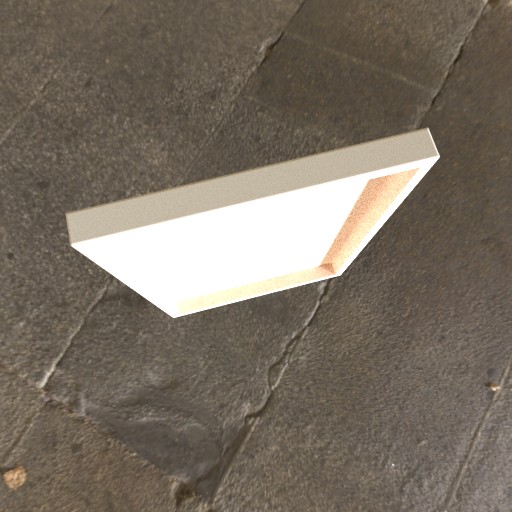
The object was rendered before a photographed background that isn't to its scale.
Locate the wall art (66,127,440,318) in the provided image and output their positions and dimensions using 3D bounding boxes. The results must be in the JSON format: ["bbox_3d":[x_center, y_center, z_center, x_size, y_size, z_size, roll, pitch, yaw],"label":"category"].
[{"bbox_3d":[0.000,0.000,0.784,0.418,0.608,0.038,-14,75,-4],"label":"wall art"}]
